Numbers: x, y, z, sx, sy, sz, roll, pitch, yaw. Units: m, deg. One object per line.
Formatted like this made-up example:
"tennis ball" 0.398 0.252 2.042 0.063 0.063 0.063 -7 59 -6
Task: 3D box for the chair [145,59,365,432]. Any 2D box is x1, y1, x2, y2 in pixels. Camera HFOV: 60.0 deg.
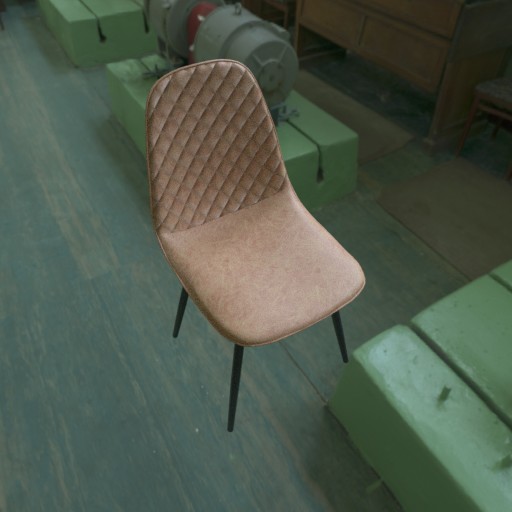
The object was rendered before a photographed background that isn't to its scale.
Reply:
"chair" 0.000 0.000 1.248 0.472 0.889 0.561 -24 50 -22
